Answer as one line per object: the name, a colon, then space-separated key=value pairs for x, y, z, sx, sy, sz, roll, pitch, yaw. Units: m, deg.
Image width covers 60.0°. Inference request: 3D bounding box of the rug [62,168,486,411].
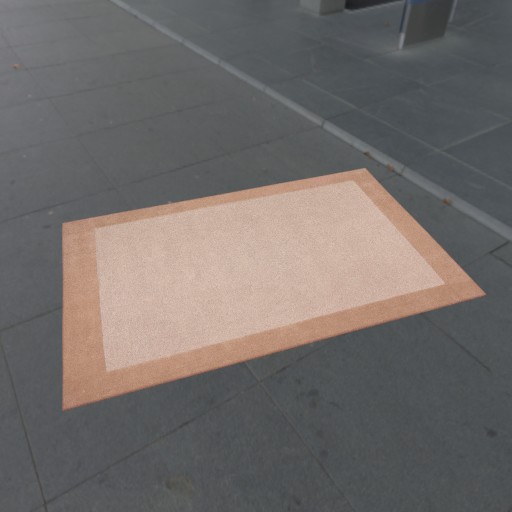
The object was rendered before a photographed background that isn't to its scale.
rug: x=0.000 y=0.000 z=2.935 sx=2.438 sy=0.014 sz=1.524 roll=-12 pitch=44 yaw=-13
